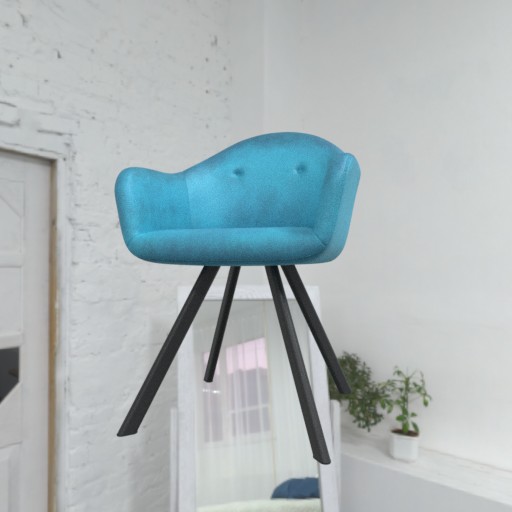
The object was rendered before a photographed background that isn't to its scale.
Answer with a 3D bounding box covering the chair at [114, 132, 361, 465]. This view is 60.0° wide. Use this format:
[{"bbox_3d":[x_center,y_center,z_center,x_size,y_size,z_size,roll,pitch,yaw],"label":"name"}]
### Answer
[{"bbox_3d":[0.000,0.000,1.163,0.540,0.780,0.570,0,-1,17],"label":"chair"}]
